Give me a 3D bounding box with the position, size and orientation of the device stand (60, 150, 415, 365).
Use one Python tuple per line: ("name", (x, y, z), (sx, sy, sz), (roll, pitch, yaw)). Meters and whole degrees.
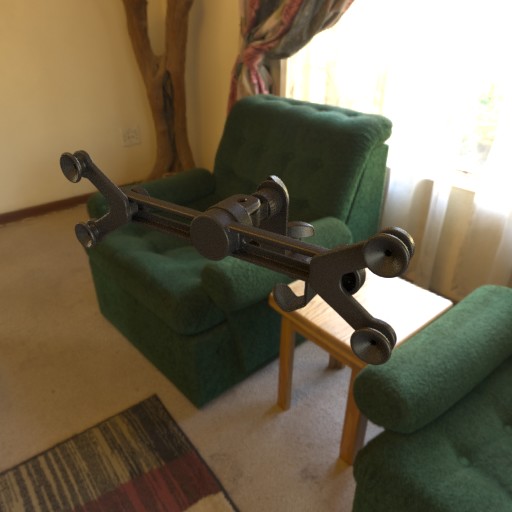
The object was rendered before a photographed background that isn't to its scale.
("device stand", (0.000, 0.000, 0.363), (0.270, 0.166, 0.142), (18, 34, 29))
